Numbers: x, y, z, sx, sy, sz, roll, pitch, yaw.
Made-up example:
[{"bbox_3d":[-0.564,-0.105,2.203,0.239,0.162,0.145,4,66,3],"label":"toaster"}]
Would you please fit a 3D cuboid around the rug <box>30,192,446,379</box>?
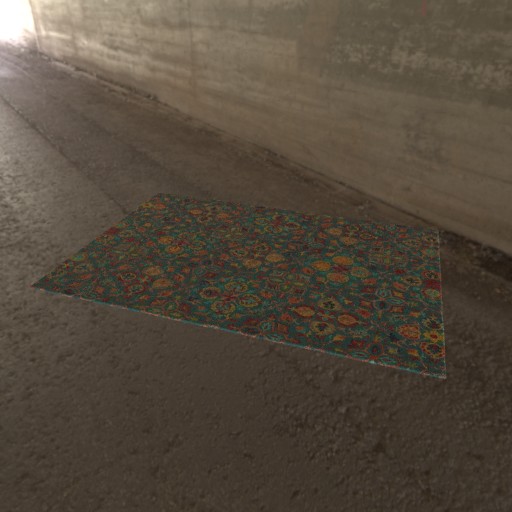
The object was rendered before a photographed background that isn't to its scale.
[{"bbox_3d":[0.000,0.000,2.906,2.290,0.016,1.527,9,32,16],"label":"rug"}]
